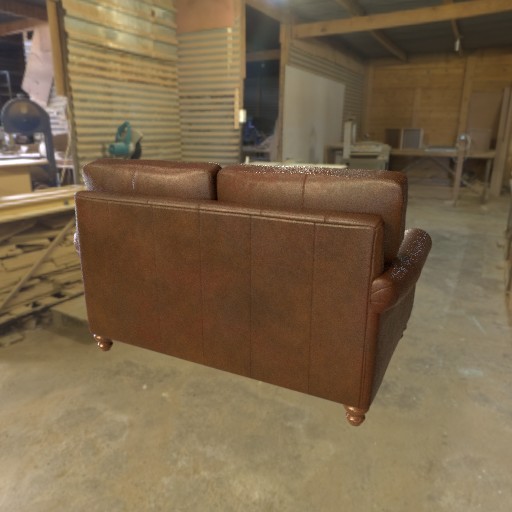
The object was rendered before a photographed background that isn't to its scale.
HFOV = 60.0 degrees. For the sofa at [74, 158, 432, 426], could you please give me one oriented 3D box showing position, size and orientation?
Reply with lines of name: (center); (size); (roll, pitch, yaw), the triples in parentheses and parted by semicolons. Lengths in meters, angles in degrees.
sofa: (0.000, 0.000, 2.260); (1.616, 0.976, 0.990); (8, 18, 26)
